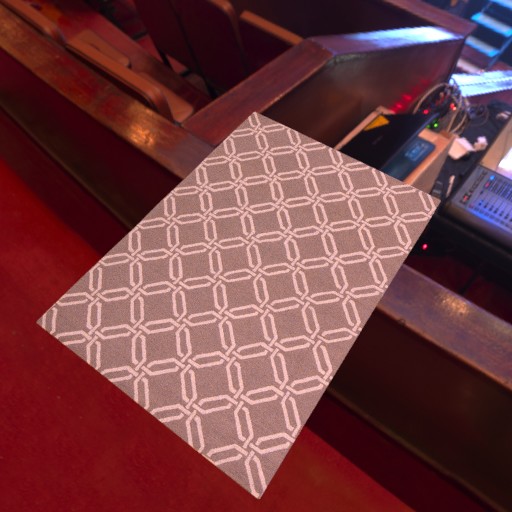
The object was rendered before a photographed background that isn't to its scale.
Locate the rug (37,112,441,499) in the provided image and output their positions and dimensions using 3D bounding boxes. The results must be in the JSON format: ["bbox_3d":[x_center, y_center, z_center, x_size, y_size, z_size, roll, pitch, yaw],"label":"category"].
[{"bbox_3d":[0.000,0.000,4.347,2.441,0.020,3.419,31,63,18],"label":"rug"}]
